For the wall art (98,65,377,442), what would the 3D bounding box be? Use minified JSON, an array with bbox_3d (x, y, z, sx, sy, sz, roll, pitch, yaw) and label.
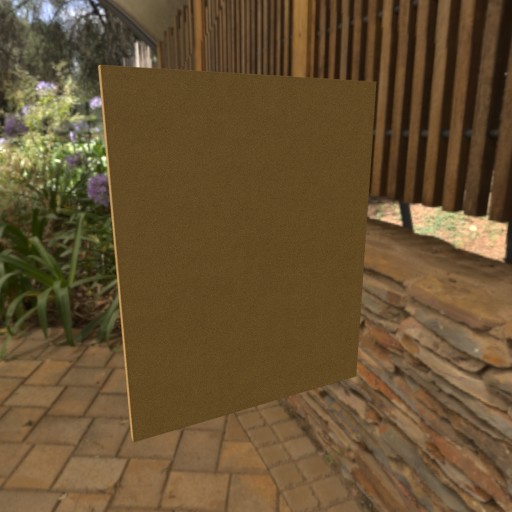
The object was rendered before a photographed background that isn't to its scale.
[{"bbox_3d":[0.000,0.000,1.317,0.798,1.002,0.030,-8,17,-25],"label":"wall art"}]
